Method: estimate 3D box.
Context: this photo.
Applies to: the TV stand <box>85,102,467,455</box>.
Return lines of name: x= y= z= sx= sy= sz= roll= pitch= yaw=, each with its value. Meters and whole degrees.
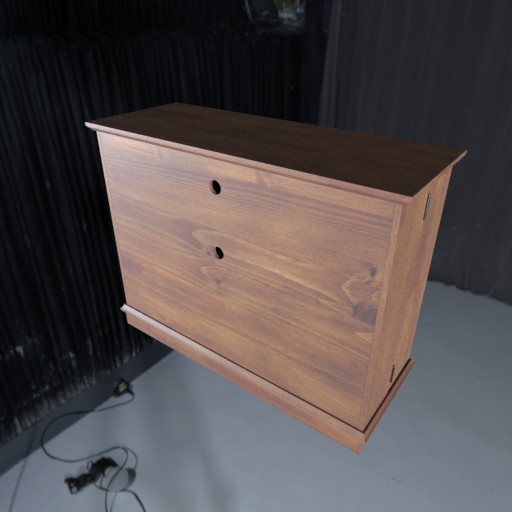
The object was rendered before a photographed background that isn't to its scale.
TV stand: x=0.000 y=0.000 z=1.489 sx=1.067 sy=0.813 sz=0.406 roll=20 pitch=35 yaw=31
